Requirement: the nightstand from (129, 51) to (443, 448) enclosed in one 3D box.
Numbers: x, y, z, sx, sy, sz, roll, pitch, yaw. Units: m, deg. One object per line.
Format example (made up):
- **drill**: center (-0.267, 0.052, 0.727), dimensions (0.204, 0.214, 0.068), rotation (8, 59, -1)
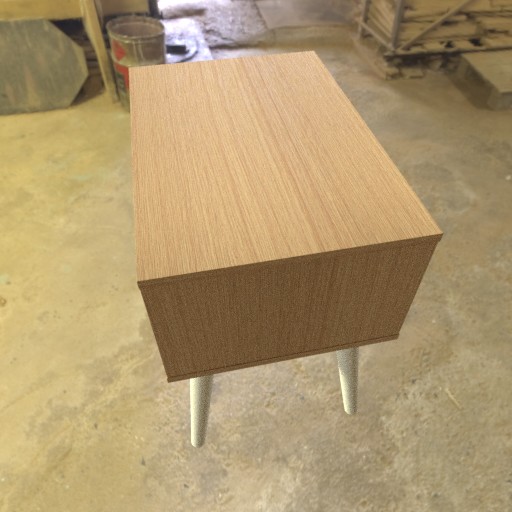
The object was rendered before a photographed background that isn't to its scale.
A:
- **nightstand**: center (0.000, 0.000, 0.960), dimensions (0.407, 0.610, 0.571), rotation (-9, 48, -8)
